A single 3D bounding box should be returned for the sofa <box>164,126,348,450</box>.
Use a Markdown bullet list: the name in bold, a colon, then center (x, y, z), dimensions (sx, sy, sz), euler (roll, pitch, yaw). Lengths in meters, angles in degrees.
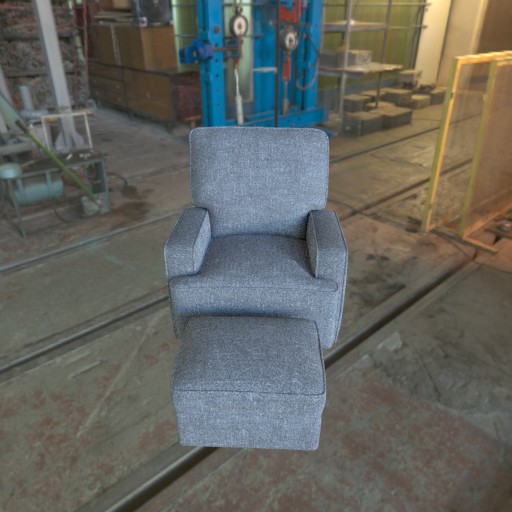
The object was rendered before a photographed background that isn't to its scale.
- **sofa**: center (0.000, 0.000, 2.103), dimensions (0.861, 0.959, 1.472), euler (1, 30, 2)
